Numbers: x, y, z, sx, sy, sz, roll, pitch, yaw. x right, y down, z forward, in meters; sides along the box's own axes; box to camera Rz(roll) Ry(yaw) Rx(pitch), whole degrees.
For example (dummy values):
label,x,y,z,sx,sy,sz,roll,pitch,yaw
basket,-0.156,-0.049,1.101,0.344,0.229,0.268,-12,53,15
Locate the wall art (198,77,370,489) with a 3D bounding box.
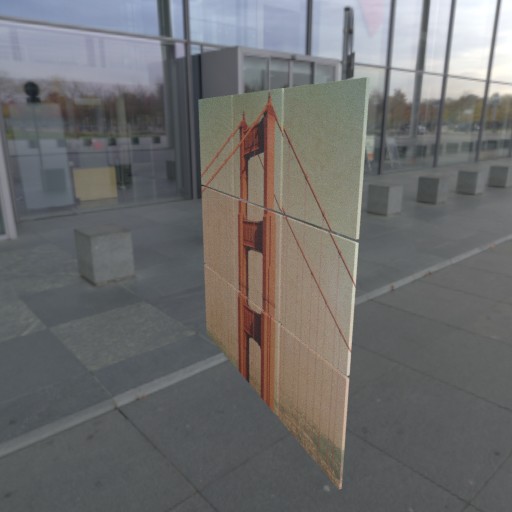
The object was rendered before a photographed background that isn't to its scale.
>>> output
label,x,y,z,sx,sy,sz,roll,pitch,yaw
wall art,0.000,0.000,2.192,0.013,1.523,1.517,-8,19,-25
